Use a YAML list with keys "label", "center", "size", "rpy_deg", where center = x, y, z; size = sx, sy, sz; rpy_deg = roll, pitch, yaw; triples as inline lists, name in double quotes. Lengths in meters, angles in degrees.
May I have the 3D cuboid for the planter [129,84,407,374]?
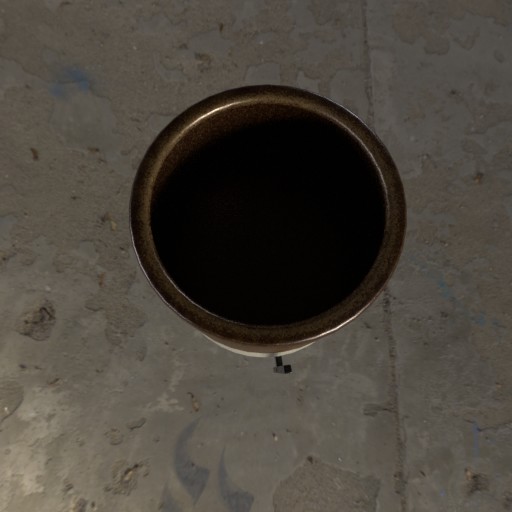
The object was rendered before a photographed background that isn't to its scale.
- label: "planter"
  center: [0.000, 0.000, 0.570]
  size: [0.269, 0.375, 0.255]
  rpy_deg: [19, 76, 5]
